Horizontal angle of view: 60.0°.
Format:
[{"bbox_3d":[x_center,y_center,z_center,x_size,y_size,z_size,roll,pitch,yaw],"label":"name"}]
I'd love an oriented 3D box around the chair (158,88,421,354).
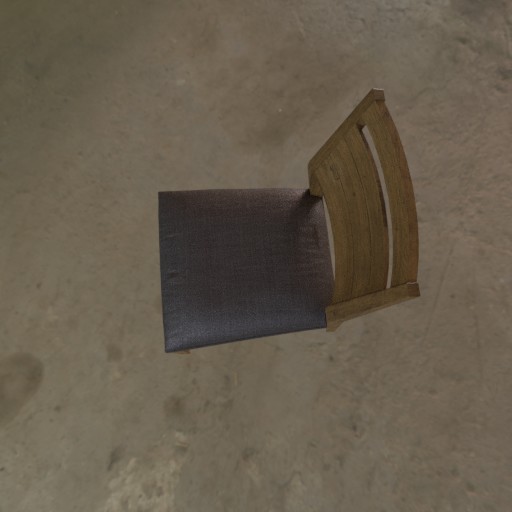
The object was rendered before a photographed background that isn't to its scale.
[{"bbox_3d":[0.000,0.000,1.292,0.610,0.939,0.501,-5,77,-1],"label":"chair"}]
